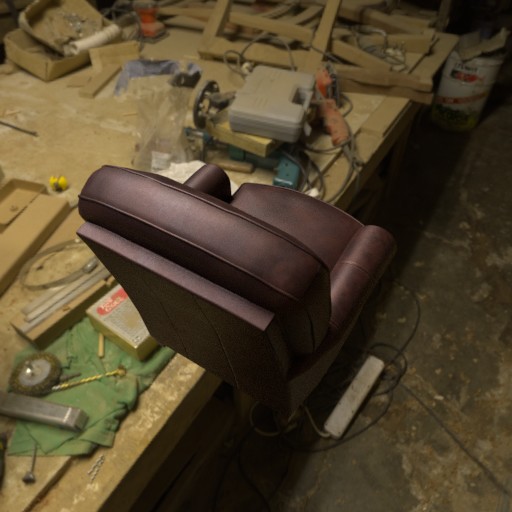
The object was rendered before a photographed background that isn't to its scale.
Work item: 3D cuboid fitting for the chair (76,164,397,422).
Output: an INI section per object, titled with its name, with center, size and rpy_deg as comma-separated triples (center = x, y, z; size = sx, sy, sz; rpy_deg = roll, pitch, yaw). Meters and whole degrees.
[chair]
center = 0.000, 0.000, 1.750
size = 0.936, 1.018, 0.986
rpy_deg = 24, 50, 22
